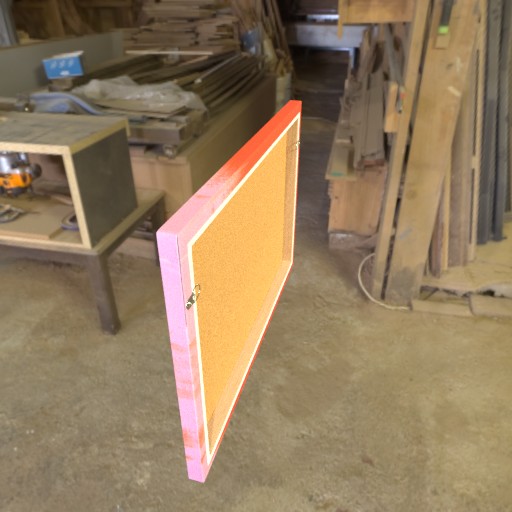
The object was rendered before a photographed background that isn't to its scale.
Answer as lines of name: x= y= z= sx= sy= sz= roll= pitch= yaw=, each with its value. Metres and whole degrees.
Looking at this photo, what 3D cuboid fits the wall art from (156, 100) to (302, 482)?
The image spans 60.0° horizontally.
wall art: x=0.000 y=0.000 z=1.172 sx=0.040 sy=0.609 sz=0.913 roll=9 pitch=32 yaw=14
